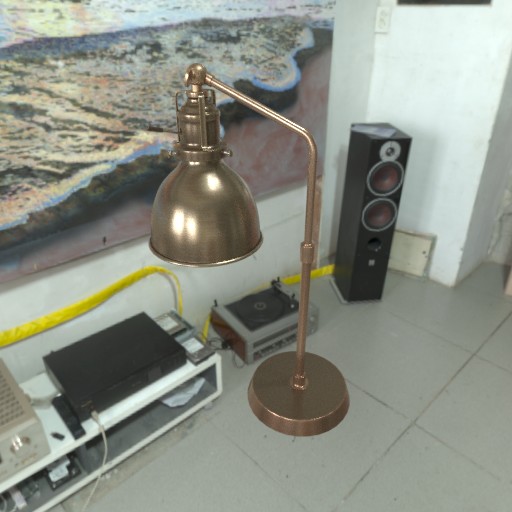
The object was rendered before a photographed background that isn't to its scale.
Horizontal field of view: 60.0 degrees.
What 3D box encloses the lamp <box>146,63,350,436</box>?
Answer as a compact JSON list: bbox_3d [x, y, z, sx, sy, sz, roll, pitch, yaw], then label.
[{"bbox_3d":[0.000,0.000,0.573,0.286,0.456,0.153,8,30,15],"label":"lamp"}]
